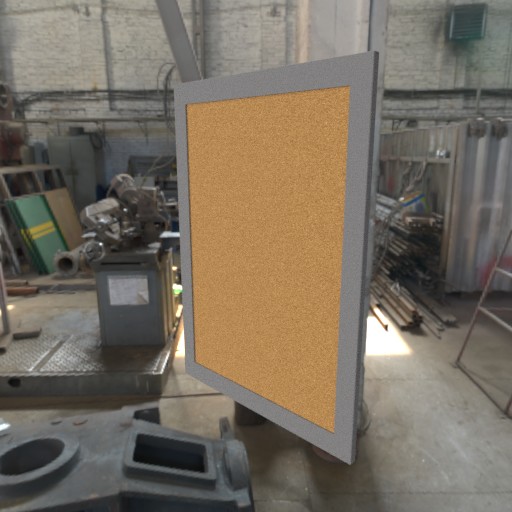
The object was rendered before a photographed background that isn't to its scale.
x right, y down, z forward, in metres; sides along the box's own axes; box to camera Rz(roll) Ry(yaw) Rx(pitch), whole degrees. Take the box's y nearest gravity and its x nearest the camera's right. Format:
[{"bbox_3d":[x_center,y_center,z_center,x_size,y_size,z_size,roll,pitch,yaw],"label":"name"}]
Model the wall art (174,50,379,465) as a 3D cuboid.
[{"bbox_3d":[0.000,0.000,0.679,0.374,0.529,0.012,13,18,43],"label":"wall art"}]
